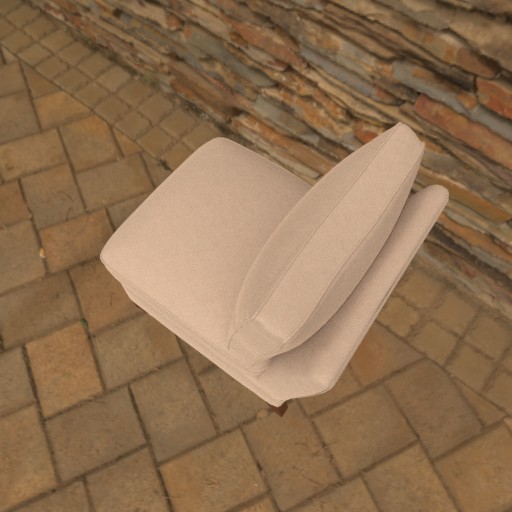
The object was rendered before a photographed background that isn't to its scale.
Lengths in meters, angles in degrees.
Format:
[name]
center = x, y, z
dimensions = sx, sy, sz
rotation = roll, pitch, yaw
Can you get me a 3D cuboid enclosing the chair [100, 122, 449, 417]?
[chair]
center = 0.000, 0.000, 1.600
dimensions = 0.912, 1.052, 0.724
rotation = 32, 67, 15
